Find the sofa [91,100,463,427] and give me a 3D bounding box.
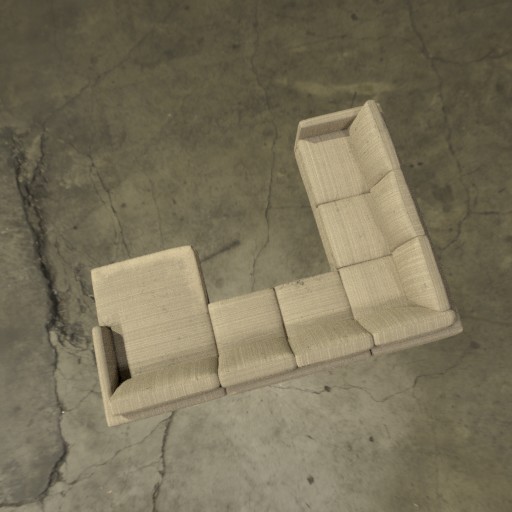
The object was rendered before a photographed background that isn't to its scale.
[{"bbox_3d":[0.000,0.000,4.647,3.460,0.961,2.594,-14,76,-4],"label":"sofa"}]
